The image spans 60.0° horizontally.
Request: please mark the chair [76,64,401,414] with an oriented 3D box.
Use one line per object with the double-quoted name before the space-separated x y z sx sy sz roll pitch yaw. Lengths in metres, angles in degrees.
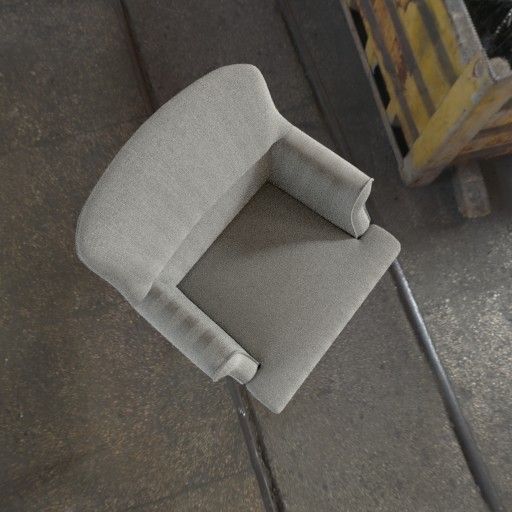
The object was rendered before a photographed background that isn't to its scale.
"chair" 0.000 0.000 1.481 0.755 0.880 0.772 38 79 9
